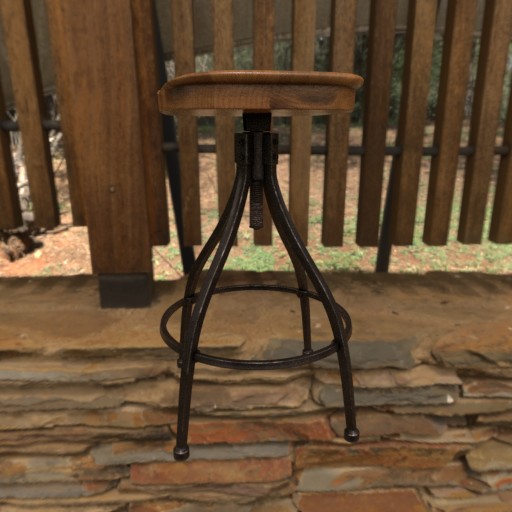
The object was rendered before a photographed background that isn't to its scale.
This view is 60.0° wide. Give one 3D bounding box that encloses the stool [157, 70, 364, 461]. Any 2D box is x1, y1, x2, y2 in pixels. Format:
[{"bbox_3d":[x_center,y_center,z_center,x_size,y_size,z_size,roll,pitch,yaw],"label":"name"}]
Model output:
[{"bbox_3d":[0.000,0.000,0.953,0.424,0.694,0.432,-2,16,-8],"label":"stool"}]
